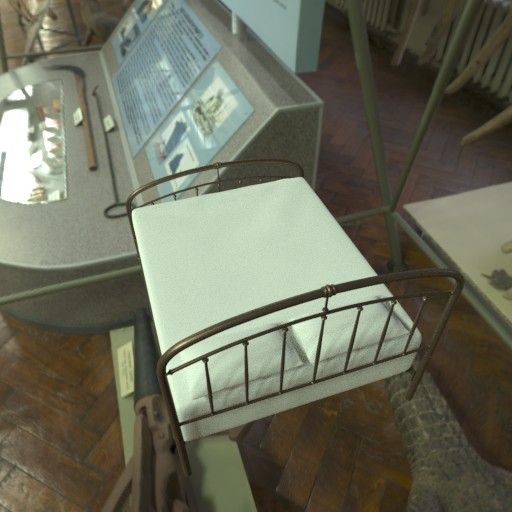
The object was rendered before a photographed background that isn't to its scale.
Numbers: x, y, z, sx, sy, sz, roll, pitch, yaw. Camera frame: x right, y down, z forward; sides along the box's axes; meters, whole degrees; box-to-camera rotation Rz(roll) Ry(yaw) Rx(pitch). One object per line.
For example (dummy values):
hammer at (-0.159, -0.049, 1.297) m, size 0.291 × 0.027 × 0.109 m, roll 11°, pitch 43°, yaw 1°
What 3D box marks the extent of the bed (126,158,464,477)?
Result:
bed at (0.000, 0.000, 3.282) m, size 1.711 × 1.475 × 2.168 m, roll -13°, pitch 45°, yaw -14°
